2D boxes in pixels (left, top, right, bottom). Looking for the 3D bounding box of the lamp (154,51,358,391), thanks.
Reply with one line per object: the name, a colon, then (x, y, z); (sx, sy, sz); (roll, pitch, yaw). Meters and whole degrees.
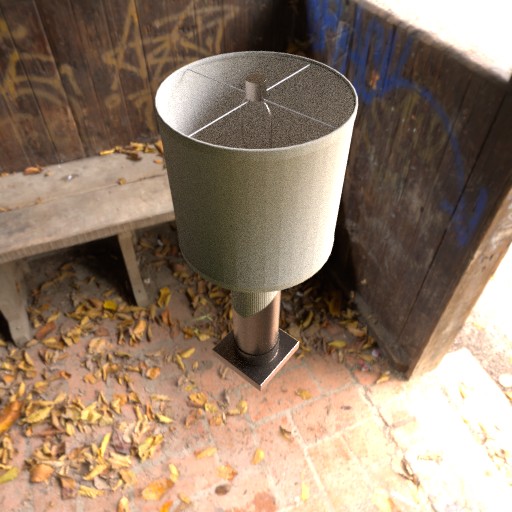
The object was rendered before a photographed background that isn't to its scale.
lamp: (0.000, 0.000, 0.618); (0.202, 0.509, 0.202); (31, 54, 26)
